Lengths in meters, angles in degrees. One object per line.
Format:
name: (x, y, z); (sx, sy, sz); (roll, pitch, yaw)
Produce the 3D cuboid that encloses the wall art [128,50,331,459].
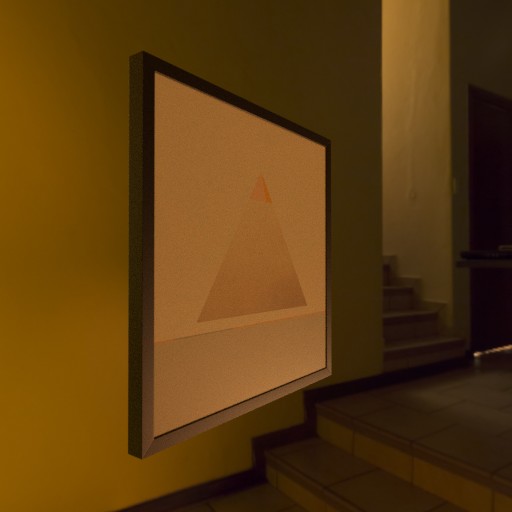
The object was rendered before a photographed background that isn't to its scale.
wall art: (0.000, 0.000, 0.767); (0.028, 0.511, 0.513); (-1, -1, 37)
